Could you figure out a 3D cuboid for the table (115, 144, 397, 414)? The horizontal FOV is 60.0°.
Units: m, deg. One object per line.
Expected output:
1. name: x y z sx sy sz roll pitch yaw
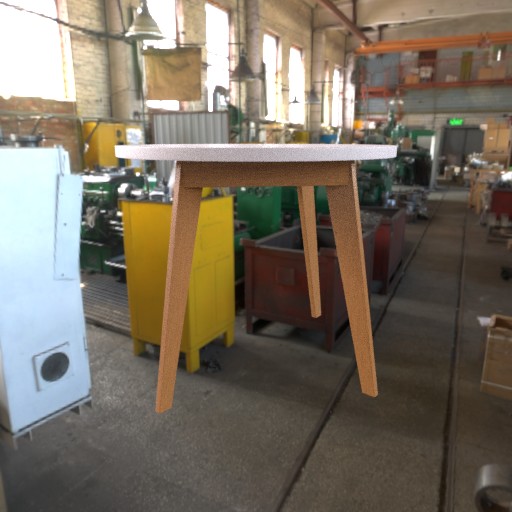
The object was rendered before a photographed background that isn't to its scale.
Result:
1. table: 0.000 0.000 1.569 0.896 0.762 0.896 0 15 0
